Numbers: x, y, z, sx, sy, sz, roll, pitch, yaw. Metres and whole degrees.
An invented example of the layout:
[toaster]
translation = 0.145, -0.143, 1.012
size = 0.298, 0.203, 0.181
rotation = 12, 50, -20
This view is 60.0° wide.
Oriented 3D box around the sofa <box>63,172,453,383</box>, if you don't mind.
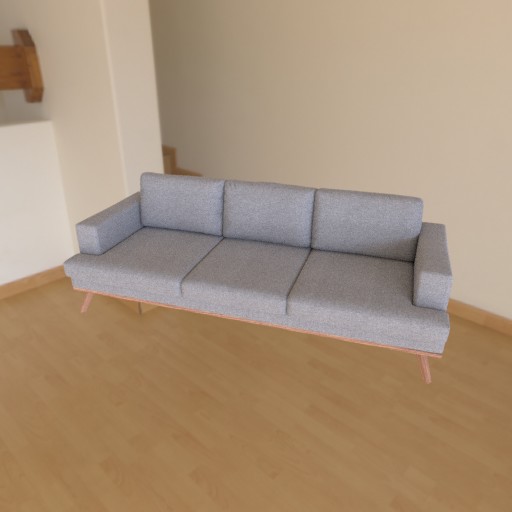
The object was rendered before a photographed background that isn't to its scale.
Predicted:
[sofa]
translation = 0.000, 0.000, 2.874
size = 2.310, 0.810, 0.920
rotation = 8, 27, 16
